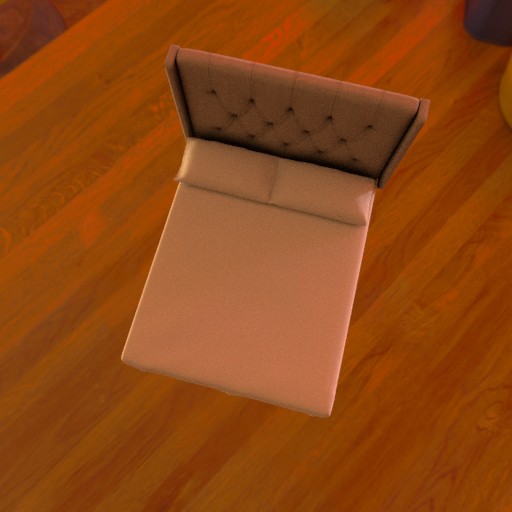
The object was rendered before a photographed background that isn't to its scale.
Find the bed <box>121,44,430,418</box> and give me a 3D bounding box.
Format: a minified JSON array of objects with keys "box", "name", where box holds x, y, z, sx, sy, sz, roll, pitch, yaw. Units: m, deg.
[{"box":[0.000,0.000,3.329,1.719,1.665,2.066,14,74,4],"name":"bed"}]
